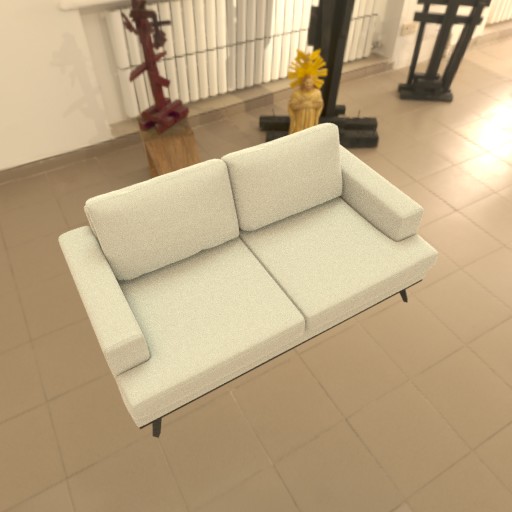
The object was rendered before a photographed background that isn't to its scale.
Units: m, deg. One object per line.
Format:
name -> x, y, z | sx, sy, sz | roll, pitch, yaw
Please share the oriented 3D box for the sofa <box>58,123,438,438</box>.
sofa -> 0.000, 0.000, 2.219 | 1.650, 0.810, 0.920 | -23, 50, -21
